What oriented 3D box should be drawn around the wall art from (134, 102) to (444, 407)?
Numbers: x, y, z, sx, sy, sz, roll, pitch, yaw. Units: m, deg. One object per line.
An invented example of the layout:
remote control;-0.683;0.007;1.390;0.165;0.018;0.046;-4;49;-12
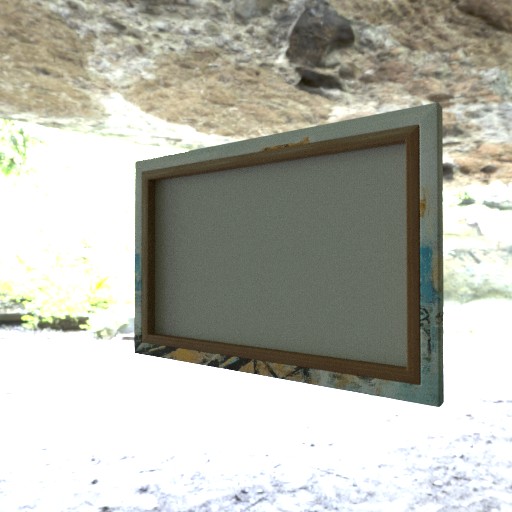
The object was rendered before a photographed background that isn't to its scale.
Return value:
wall art;0.000;0.000;1.156;0.913;0.609;0.038;-1;-1;35
